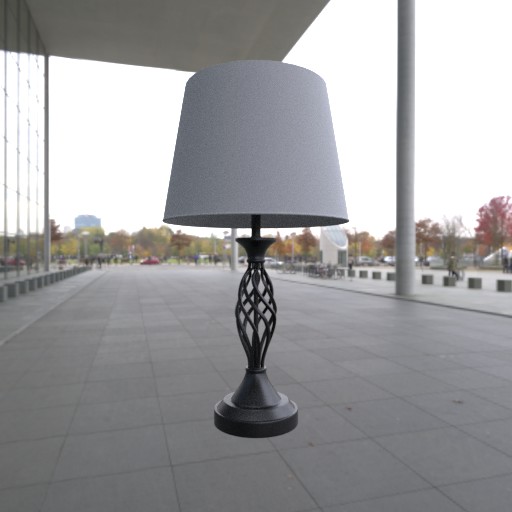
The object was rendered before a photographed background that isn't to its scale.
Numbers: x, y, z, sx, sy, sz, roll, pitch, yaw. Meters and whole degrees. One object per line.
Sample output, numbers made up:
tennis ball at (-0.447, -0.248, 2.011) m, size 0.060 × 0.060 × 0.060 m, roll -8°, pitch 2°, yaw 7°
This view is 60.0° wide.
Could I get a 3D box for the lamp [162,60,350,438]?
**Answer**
lamp at (0.000, 0.000, 0.797) m, size 0.331 × 0.594 × 0.331 m, roll 0°, pitch 0°, yaw 0°
